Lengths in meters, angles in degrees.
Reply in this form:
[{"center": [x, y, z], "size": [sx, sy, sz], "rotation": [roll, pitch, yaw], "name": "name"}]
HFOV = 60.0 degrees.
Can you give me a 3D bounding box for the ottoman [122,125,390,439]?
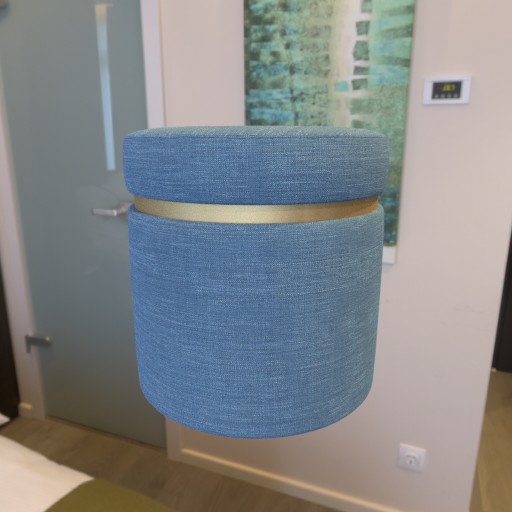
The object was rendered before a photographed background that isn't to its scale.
[{"center": [0.000, 0.000, 0.725], "size": [0.398, 0.406, 0.398], "rotation": [0, 15, 0], "name": "ottoman"}]
